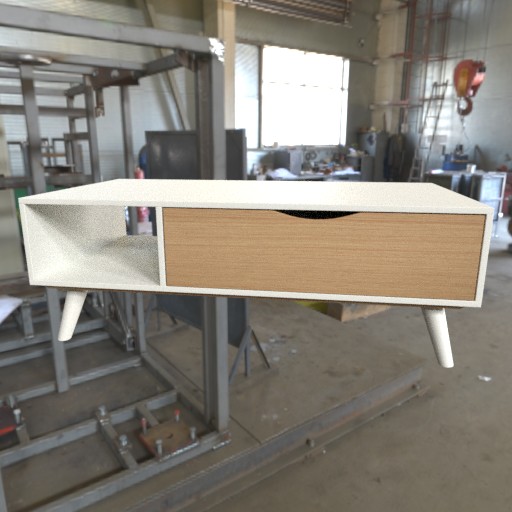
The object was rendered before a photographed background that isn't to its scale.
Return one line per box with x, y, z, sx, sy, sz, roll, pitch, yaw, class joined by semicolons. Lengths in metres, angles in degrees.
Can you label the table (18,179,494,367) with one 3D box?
0.000;0.000;1.444;1.194;0.432;0.609;2;15;8;table
